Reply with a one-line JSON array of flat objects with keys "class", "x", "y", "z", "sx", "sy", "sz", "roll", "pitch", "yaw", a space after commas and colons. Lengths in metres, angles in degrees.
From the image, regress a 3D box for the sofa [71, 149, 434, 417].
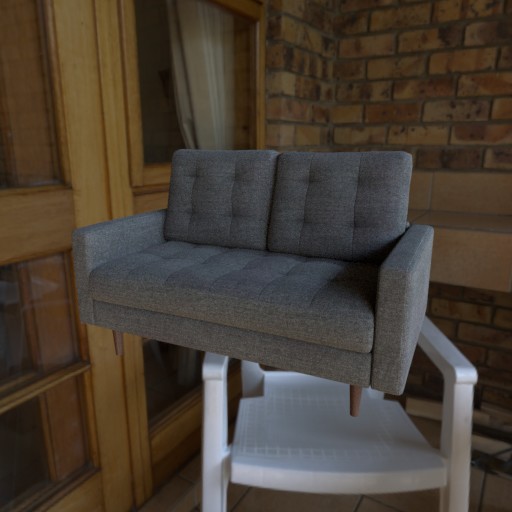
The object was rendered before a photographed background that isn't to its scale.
[{"class": "sofa", "x": 0.000, "y": 0.000, "z": 1.969, "sx": 1.407, "sy": 0.907, "sz": 0.842, "roll": 7, "pitch": 16, "yaw": 25}]
